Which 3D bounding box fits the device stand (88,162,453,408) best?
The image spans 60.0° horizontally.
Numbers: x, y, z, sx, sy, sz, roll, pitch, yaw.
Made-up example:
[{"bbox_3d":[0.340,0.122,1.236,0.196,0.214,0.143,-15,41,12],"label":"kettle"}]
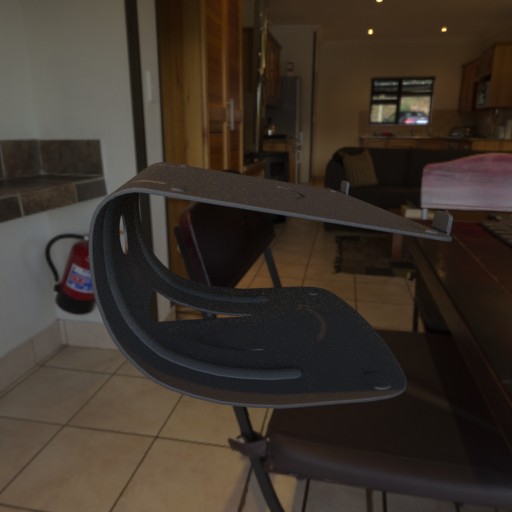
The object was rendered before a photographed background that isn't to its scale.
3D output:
[{"bbox_3d":[0.000,0.000,0.404,0.236,0.155,0.256,-2,16,-7],"label":"device stand"}]
